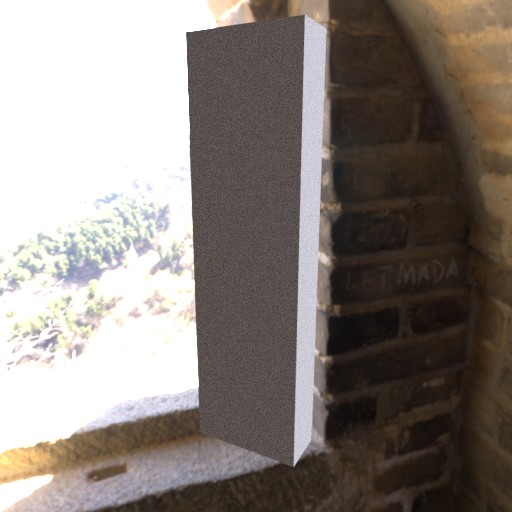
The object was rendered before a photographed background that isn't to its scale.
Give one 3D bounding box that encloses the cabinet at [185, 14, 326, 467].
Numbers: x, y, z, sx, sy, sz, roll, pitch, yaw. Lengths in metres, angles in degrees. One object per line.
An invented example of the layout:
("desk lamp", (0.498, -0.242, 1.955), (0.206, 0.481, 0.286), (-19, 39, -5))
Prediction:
("cabinet", (0.000, 0.000, 1.928), (0.500, 1.790, 0.230), (8, 16, 28))
